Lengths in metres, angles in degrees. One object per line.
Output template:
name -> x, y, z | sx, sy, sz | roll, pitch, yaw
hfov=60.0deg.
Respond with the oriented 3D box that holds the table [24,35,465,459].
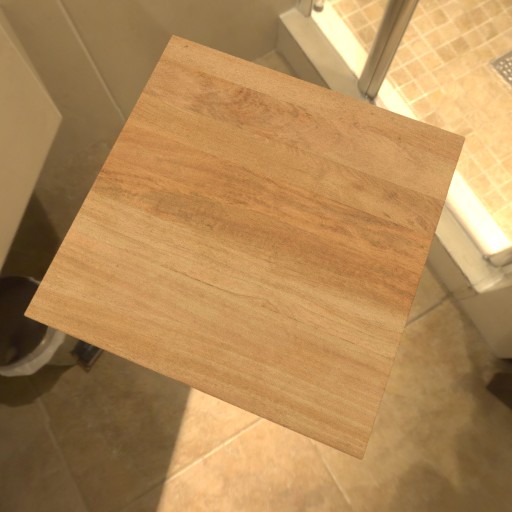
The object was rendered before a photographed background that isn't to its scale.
table -> 0.000, 0.000, 1.024 | 0.599, 0.500, 0.599 | 21, 77, 5
